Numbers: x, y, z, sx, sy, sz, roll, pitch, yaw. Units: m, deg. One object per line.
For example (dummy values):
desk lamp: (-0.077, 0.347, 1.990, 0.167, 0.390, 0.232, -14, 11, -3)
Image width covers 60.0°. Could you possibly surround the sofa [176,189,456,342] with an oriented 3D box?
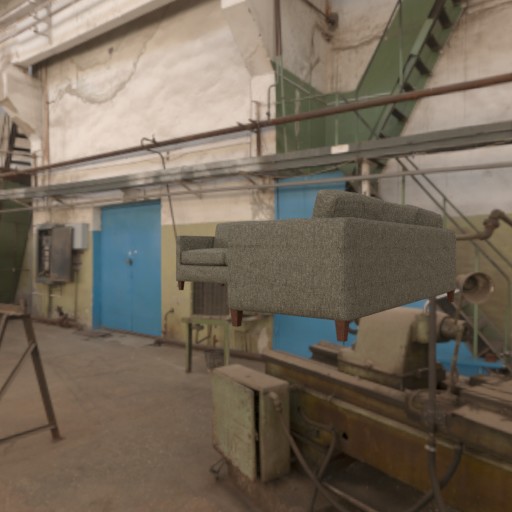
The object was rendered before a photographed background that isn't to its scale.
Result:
sofa: (0.000, 0.000, 4.573, 3.302, 0.947, 2.593, 1, 1, 38)
